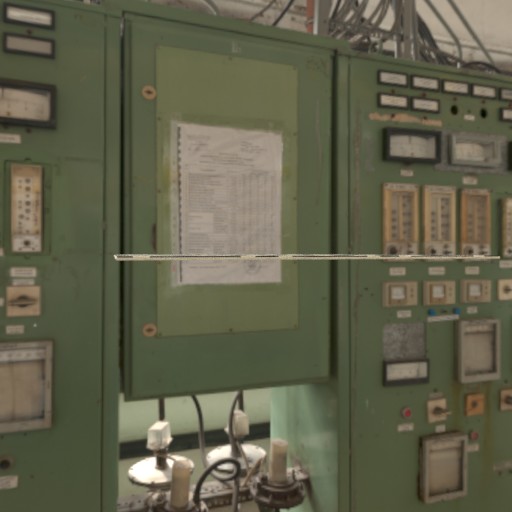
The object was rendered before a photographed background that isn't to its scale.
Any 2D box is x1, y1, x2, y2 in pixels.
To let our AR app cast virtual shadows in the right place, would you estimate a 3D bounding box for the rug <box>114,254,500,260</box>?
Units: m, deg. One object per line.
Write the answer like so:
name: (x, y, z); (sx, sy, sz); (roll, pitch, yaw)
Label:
rug: (0.000, 0.000, 4.045); (2.466, 0.021, 3.049); (0, 0, -18)
